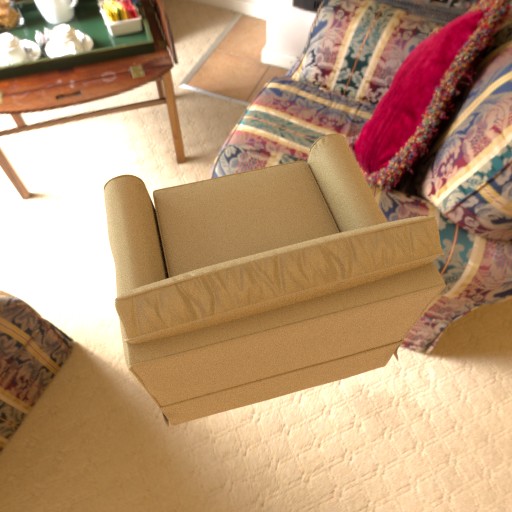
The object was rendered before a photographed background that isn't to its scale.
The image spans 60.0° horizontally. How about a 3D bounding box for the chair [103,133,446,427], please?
[{"bbox_3d":[0.000,0.000,1.776,1.096,0.937,0.903,-13,59,-8],"label":"chair"}]
